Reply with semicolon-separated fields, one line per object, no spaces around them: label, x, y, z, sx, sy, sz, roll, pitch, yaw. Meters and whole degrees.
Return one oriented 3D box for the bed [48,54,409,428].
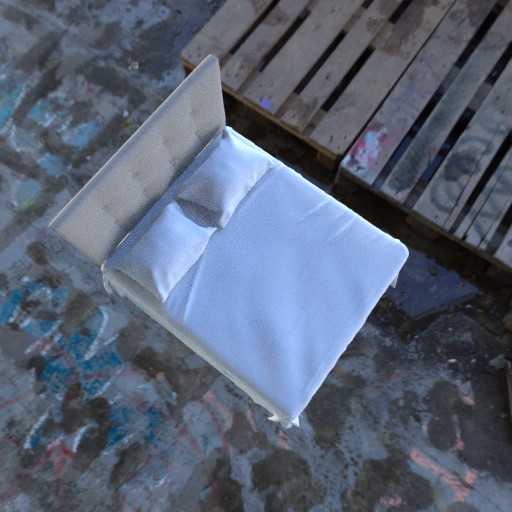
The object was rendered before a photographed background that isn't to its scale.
bed;0.000;0.000;3.521;2.222;1.577;1.936;36;77;10
